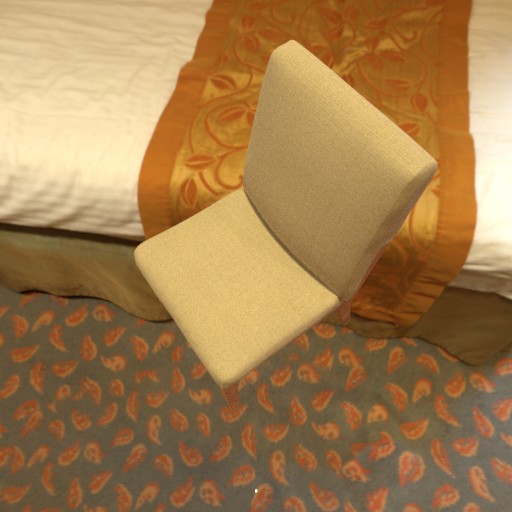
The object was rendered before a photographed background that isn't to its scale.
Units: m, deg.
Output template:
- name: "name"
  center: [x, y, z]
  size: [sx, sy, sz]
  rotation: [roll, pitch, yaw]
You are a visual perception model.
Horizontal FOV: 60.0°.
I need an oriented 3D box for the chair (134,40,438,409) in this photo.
- name: "chair"
  center: [0.000, 0.000, 1.288]
  size: [0.586, 0.911, 0.507]
  rotation: [-33, 67, -16]
